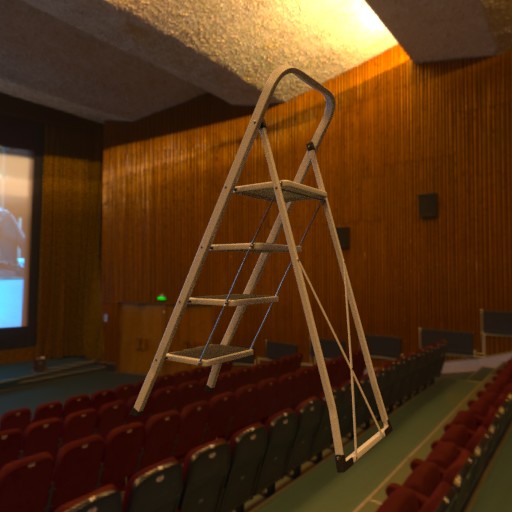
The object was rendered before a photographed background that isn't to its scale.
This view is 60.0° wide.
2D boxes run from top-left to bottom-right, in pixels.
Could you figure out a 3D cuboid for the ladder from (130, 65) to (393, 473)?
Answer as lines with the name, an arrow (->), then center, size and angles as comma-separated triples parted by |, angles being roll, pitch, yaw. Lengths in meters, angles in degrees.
ladder -> 0.000, 0.000, 1.707 | 0.914, 1.265, 0.460 | -1, -2, 36
